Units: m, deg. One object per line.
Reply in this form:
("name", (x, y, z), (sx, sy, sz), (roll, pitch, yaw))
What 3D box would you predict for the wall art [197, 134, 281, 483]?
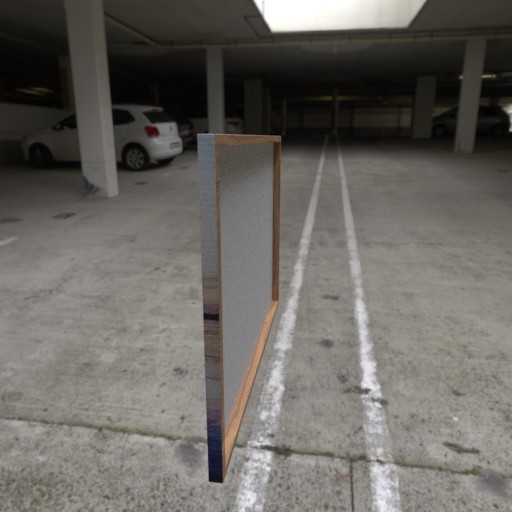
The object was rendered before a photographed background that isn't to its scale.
("wall art", (0.000, 0.000, 0.766), (0.018, 0.402, 0.604), (2, 15, 9))
